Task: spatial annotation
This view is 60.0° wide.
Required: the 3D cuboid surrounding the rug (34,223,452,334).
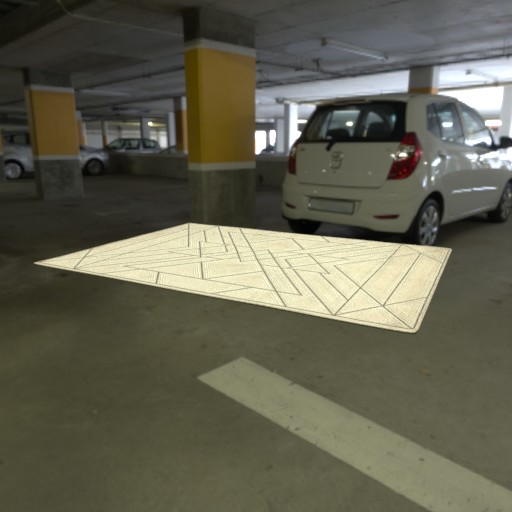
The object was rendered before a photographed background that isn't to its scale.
[{"bbox_3d":[0.000,0.000,4.371,3.381,0.026,2.436,7,16,27],"label":"rug"}]
